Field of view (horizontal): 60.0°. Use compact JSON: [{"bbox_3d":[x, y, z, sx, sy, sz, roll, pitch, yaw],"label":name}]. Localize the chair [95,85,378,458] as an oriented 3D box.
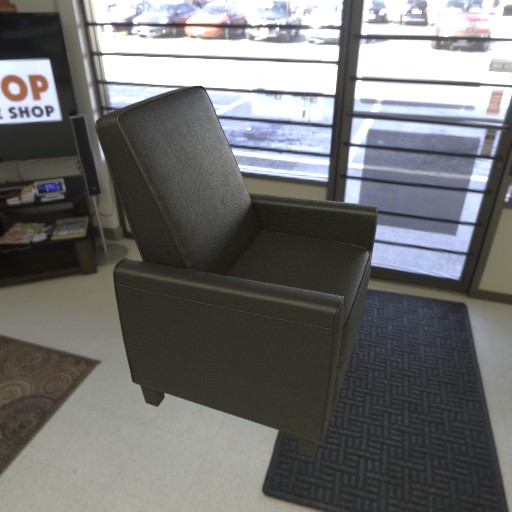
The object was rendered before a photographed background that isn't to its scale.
[{"bbox_3d":[0.000,0.000,1.520,0.746,1.013,0.705,11,33,18],"label":"chair"}]
